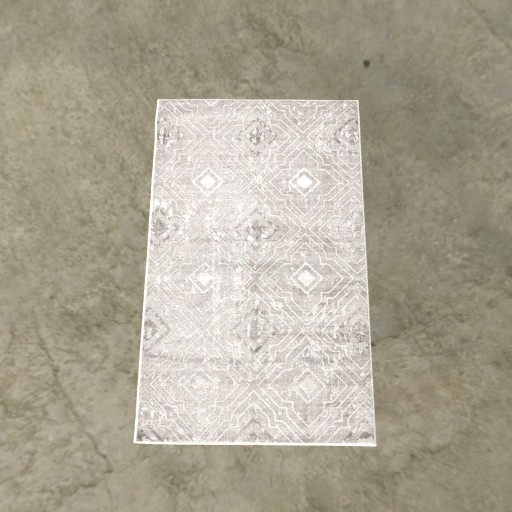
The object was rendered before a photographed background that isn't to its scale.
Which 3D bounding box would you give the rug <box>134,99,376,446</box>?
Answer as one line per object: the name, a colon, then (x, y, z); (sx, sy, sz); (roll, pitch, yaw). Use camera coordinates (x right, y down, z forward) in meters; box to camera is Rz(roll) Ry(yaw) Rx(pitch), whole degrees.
rug: (0.000, 0.000, 3.078); (1.537, 0.036, 2.447); (1, 76, 0)
